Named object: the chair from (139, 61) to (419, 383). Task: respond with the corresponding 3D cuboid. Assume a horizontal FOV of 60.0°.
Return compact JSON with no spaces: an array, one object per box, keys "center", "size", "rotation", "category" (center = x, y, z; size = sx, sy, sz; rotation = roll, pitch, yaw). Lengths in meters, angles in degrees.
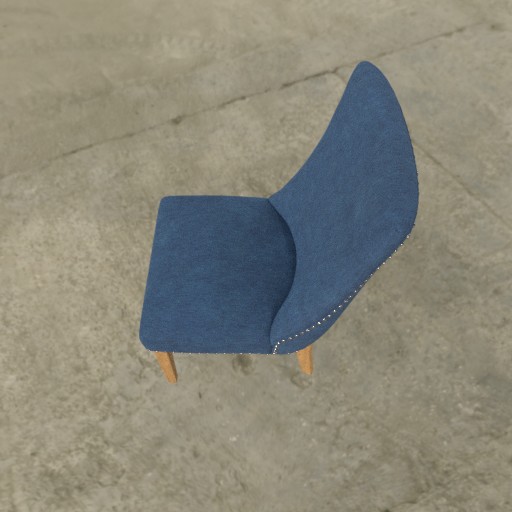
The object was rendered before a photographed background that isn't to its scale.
[{"center":[0.000,0.000,1.230],"size":[0.610,0.902,0.495],"rotation":[0,58,0],"category":"chair"}]
